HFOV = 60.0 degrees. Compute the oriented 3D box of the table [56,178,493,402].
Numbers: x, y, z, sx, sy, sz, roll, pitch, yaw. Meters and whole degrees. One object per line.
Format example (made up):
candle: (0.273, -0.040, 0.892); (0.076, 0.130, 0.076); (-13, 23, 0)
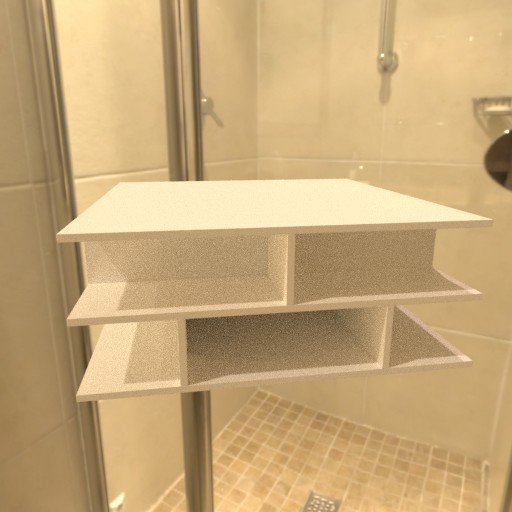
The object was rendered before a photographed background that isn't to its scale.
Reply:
table: (0.000, 0.000, 1.067); (0.700, 0.289, 0.700); (-3, 16, -9)
